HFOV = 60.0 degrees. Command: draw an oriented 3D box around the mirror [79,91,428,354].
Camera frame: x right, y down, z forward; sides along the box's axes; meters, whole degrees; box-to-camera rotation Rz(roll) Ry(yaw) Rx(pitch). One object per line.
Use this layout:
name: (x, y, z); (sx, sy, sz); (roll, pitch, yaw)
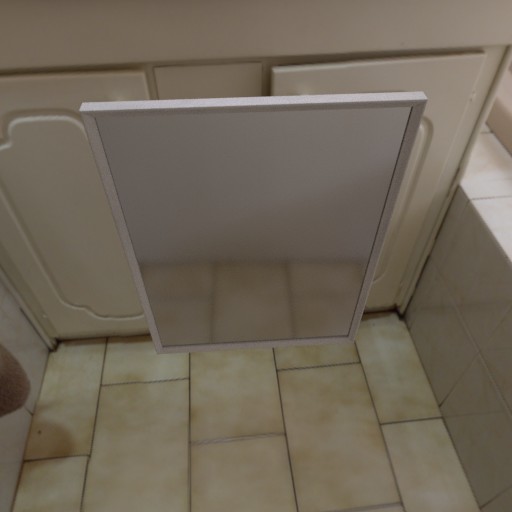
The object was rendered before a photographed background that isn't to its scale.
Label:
mirror: (0.000, 0.000, 1.353); (0.762, 1.016, 0.041); (-3, 48, -3)
